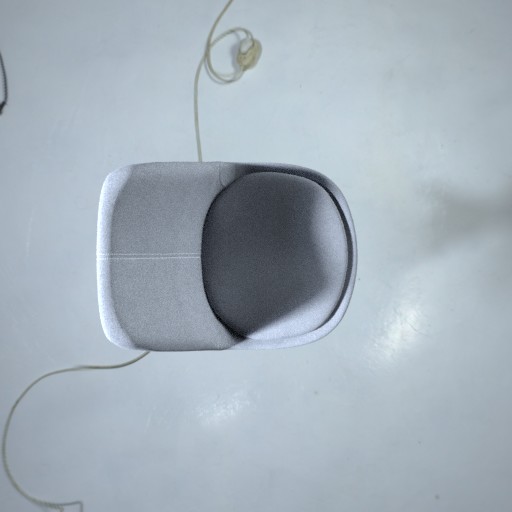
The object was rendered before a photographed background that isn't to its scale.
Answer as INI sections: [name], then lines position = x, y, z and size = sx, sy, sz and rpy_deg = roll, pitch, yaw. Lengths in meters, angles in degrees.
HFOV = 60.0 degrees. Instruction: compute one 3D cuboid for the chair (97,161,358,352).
[chair]
position = 0.000, 0.000, 1.171
size = 0.549, 0.863, 0.474
rpy_deg = 0, 90, 0
